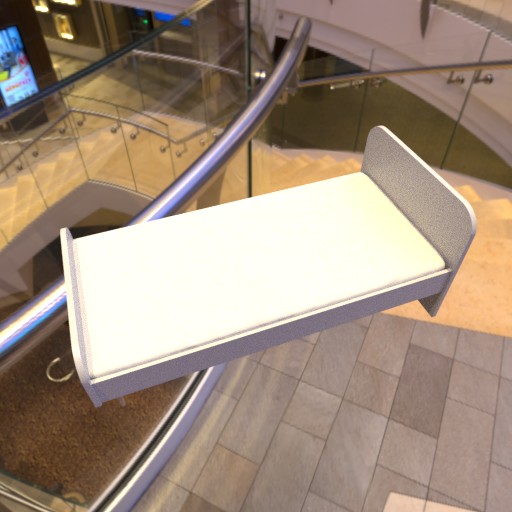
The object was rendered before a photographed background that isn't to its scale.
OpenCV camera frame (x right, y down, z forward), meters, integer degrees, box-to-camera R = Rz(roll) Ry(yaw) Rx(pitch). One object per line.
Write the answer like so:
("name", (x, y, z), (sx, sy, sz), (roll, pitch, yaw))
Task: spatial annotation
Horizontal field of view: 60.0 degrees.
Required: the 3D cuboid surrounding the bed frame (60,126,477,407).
("bed frame", (0.000, 0.000, 2.495), (1.963, 0.805, 0.998), (-15, 48, -14))
